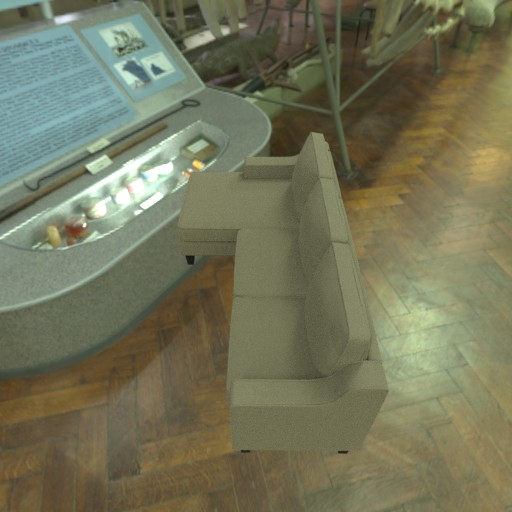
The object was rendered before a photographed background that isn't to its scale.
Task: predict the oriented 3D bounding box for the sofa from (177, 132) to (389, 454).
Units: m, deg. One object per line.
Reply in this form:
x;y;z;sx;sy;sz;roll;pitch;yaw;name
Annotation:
0.000;0.000;3.227;1.294;0.928;2.561;0;41;0;sofa
